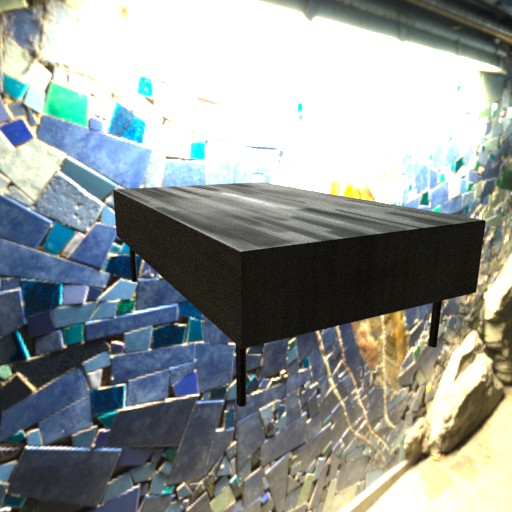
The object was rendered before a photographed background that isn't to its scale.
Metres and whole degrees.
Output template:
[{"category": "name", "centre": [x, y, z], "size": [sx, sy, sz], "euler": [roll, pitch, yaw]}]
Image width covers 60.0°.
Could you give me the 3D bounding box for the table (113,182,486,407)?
[{"category": "table", "centre": [0.000, 0.000, 1.397], "size": [0.643, 0.347, 1.088], "euler": [-8, 17, -27]}]
